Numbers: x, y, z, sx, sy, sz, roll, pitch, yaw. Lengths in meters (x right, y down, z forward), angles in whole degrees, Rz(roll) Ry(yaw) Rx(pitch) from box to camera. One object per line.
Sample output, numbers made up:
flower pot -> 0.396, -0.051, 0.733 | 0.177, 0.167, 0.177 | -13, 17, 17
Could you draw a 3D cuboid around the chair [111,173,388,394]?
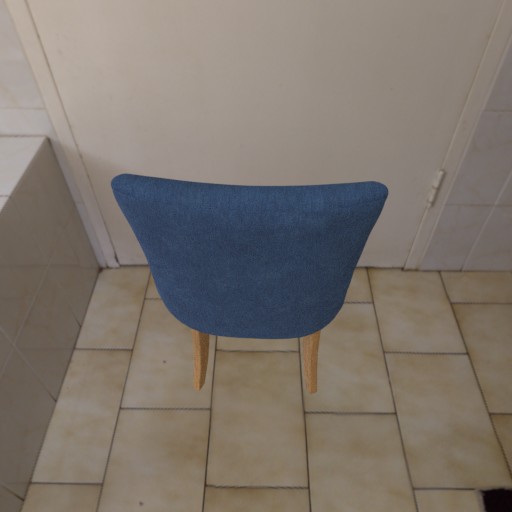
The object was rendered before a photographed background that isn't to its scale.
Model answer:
chair -> 0.000, 0.000, 1.239 | 0.495, 0.902, 0.609 | 2, 47, 2
